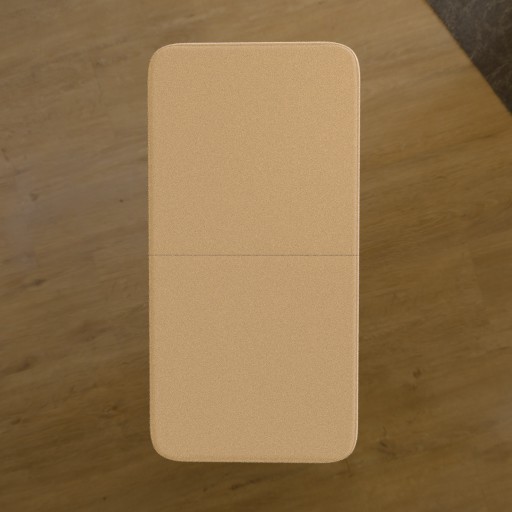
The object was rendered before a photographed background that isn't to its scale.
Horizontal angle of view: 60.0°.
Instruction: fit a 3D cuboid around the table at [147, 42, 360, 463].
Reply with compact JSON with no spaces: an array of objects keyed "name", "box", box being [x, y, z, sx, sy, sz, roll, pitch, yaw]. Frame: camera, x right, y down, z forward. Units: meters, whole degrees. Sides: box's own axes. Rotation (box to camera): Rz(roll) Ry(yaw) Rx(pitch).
[{"name":"table","box":[0.000,0.000,1.652,0.611,0.737,1.245,0,92,1]}]
